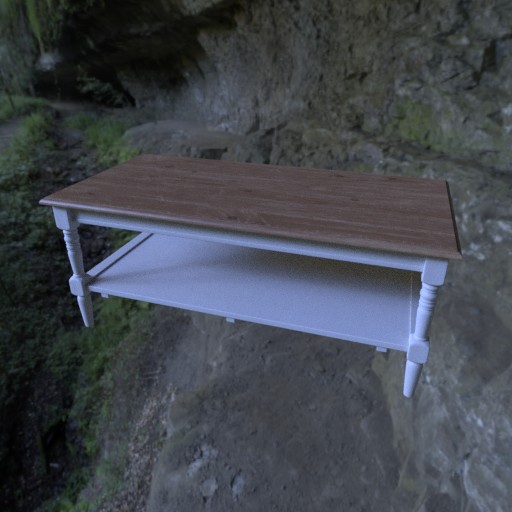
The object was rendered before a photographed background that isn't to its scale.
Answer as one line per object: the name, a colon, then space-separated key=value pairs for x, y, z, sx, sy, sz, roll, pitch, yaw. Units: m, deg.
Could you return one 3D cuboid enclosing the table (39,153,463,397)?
table: x=0.000 y=0.000 z=1.440 sx=1.118 sy=0.458 sz=0.559 roll=8 pitch=28 yaw=16
